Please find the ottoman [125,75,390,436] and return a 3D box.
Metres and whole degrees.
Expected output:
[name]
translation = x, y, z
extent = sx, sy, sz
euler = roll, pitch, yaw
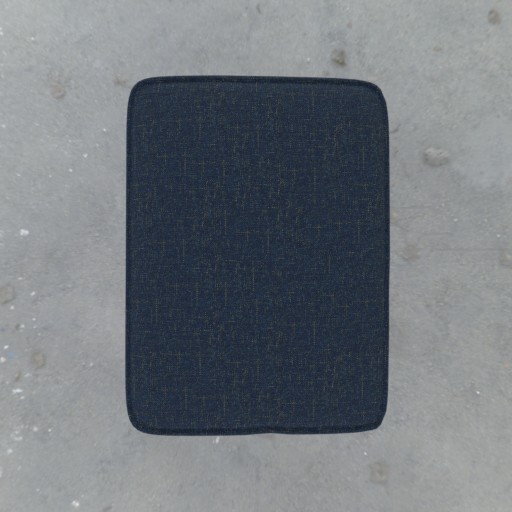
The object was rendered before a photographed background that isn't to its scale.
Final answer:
[ottoman]
translation = 0.000, 0.000, 1.095
extent = 0.549, 0.450, 0.749
euler = 0, 90, -2
